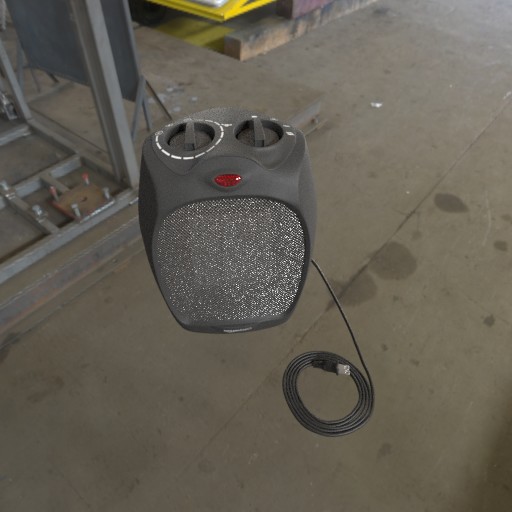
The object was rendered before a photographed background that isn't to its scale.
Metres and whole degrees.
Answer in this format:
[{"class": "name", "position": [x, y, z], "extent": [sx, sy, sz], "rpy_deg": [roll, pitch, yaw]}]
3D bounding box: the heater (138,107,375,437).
[{"class": "heater", "position": [0.000, 0.000, 0.454], "extent": [0.239, 0.240, 0.291], "rpy_deg": [-4, 47, -4]}]
